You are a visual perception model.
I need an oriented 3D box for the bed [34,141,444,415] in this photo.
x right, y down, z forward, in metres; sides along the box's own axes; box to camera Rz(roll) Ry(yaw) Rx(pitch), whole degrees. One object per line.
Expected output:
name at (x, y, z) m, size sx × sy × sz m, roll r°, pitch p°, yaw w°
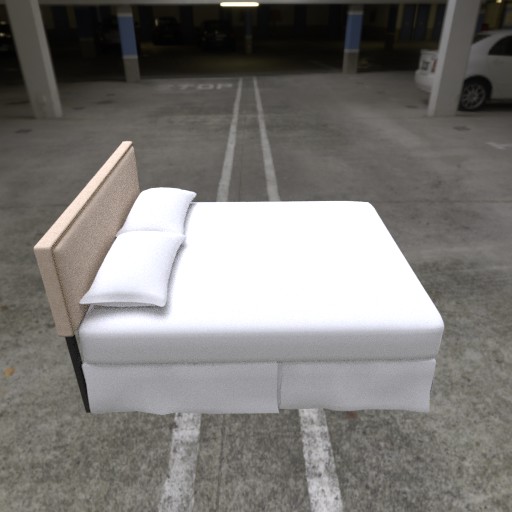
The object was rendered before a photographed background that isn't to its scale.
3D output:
bed at (0.000, 0.000, 2.775) m, size 1.876 × 1.016 × 1.616 m, roll -1°, pitch 30°, yaw -1°
